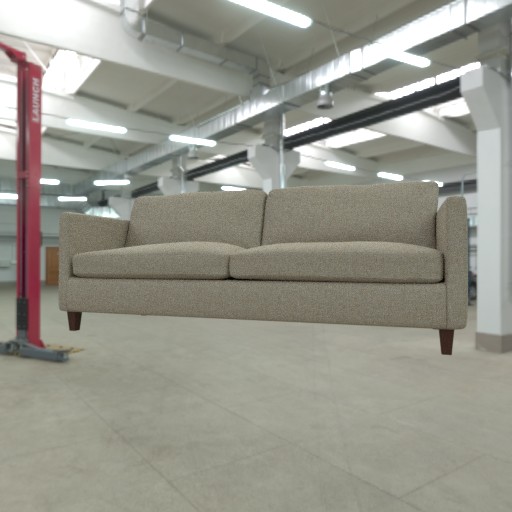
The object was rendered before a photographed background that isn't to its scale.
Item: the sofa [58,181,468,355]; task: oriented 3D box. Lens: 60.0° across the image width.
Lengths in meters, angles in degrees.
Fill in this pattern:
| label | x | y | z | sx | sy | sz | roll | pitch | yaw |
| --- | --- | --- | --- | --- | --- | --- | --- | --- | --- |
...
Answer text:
| label | x | y | z | sx | sy | sz | roll | pitch | yaw |
| --- | --- | --- | --- | --- | --- | --- | --- | --- | --- |
| sofa | 0.000 | 0.000 | 2.905 | 2.434 | 0.965 | 0.951 | 0 | 0 | 19 |
